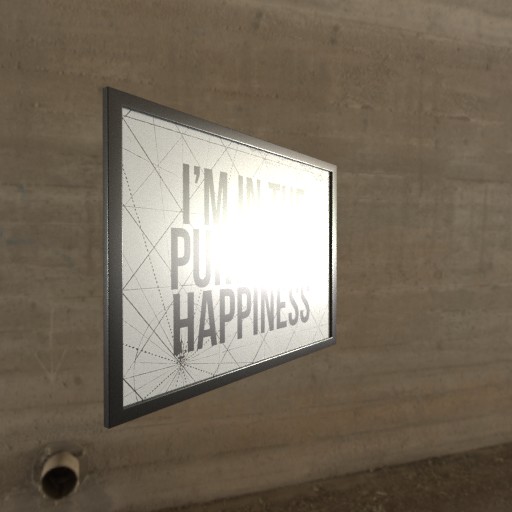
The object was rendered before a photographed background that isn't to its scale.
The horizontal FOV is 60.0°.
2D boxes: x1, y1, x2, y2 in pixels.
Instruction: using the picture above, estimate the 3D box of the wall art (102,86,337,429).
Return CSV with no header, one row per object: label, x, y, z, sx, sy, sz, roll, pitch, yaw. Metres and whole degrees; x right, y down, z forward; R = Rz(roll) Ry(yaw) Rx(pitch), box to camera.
wall art,0.000,0.000,1.046,0.015,0.552,0.819,0,1,36
